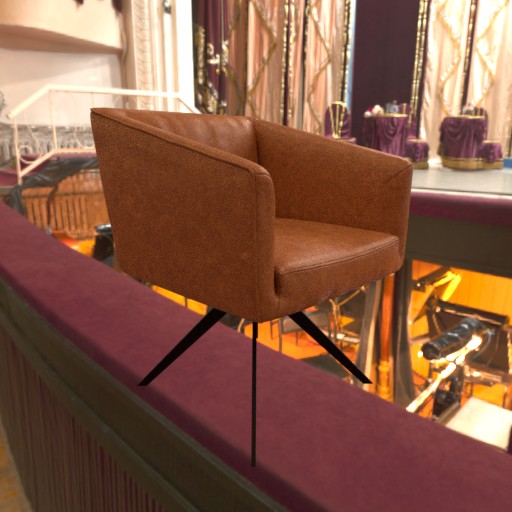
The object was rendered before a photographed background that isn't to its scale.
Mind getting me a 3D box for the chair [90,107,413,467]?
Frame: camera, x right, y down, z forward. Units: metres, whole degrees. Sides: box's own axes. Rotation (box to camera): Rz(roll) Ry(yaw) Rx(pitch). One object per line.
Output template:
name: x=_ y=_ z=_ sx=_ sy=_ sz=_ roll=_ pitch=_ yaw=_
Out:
chair: x=0.000 y=0.000 z=1.183 sx=0.625 sy=0.760 sz=0.588 roll=14 pitch=19 yaw=43
